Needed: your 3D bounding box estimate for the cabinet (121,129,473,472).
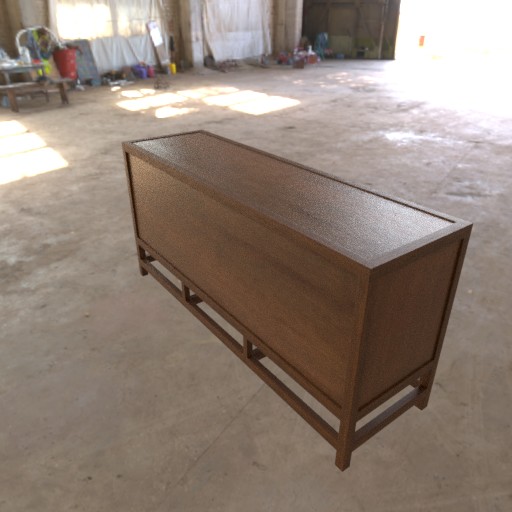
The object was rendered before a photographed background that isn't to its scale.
[{"bbox_3d":[0.000,0.000,2.100,0.522,0.820,1.708,-19,34,-32],"label":"cabinet"}]
